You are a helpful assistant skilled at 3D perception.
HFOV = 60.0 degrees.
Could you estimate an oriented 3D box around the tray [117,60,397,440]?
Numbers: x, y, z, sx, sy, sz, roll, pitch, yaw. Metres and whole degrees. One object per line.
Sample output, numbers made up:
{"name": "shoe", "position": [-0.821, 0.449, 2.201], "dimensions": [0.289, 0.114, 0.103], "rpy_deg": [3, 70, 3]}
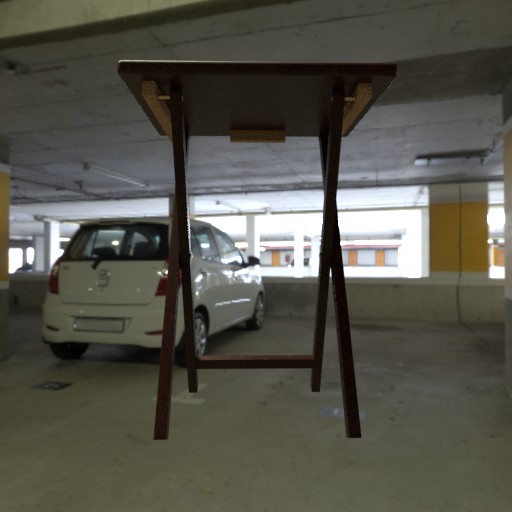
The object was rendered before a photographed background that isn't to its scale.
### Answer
{"name": "tray", "position": [0.000, 0.000, 0.941], "dimensions": [0.483, 0.660, 0.381], "rpy_deg": [0, -1, -1]}
